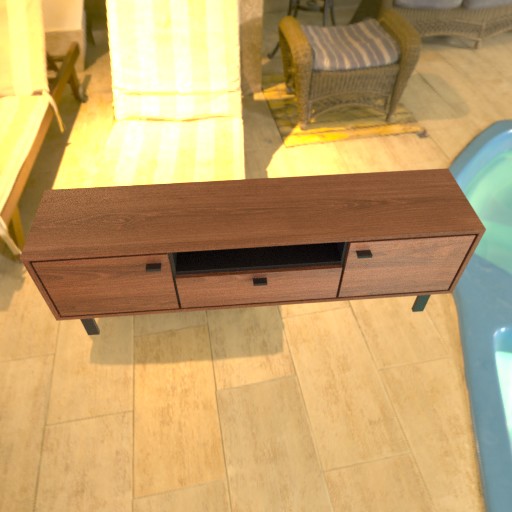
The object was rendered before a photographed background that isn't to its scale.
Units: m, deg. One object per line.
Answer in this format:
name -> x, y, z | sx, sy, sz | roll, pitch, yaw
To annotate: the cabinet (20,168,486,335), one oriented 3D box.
cabinet -> 0.000, 0.000, 1.860 | 1.650, 0.500, 0.400 | -4, 48, -3
